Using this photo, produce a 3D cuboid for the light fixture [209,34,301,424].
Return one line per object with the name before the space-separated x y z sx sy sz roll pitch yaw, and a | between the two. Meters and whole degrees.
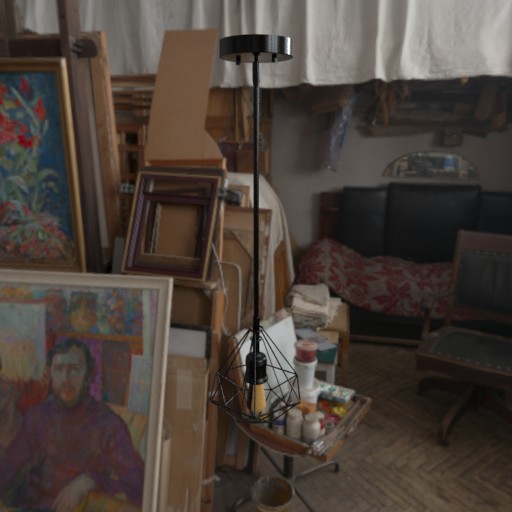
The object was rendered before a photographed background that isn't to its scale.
light fixture | 0.000 0.000 1.998 0.487 1.764 0.431 -9 18 -27
